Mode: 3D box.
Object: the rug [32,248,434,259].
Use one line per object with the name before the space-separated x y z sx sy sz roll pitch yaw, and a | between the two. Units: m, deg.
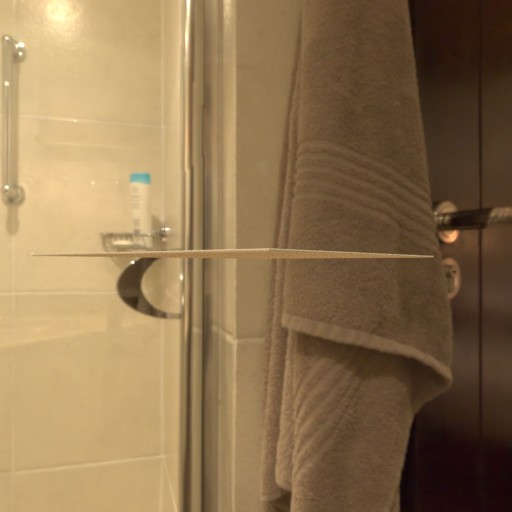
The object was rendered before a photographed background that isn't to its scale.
rug | 0.000 0.000 4.054 2.353 0.014 2.945 -1 -1 37
